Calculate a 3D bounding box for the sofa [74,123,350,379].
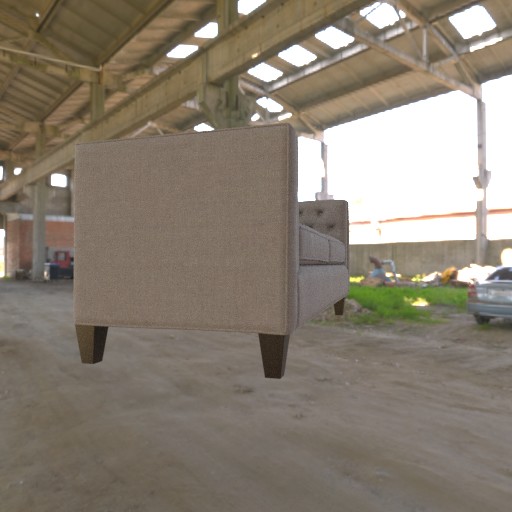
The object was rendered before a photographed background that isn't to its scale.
[{"bbox_3d":[0.000,0.000,2.248,0.775,0.762,1.778,0,-1,17],"label":"sofa"}]
